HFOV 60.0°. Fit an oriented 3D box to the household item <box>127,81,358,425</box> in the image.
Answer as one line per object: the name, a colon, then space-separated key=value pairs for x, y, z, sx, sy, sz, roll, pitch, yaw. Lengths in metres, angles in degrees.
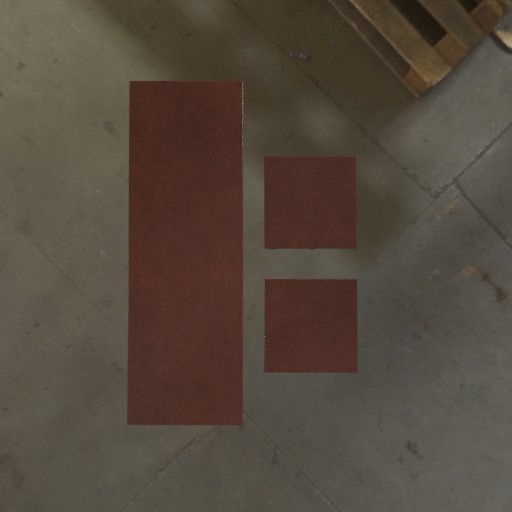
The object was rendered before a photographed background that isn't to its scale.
household item: x=0.000 y=0.000 z=1.708 sx=0.676 sy=1.067 sz=0.914 roll=0 pitch=89 yaw=0
